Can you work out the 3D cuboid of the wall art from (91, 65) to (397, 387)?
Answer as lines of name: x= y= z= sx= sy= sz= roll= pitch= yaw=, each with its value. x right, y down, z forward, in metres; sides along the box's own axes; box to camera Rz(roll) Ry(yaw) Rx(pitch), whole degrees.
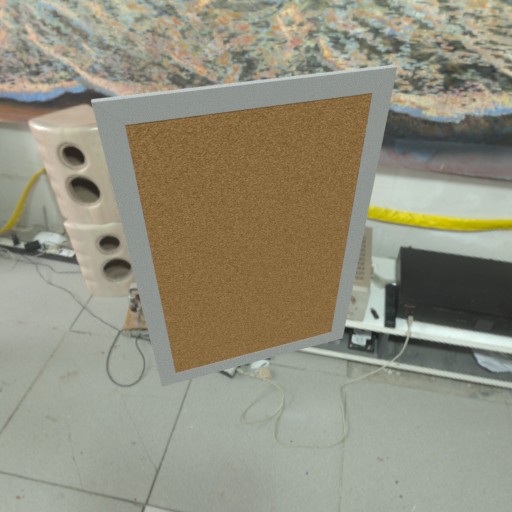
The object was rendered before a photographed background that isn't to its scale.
wall art: x=0.000 y=0.000 z=0.849 sx=0.454 sy=0.659 sz=0.011 roll=-12 pitch=42 yaw=-13
